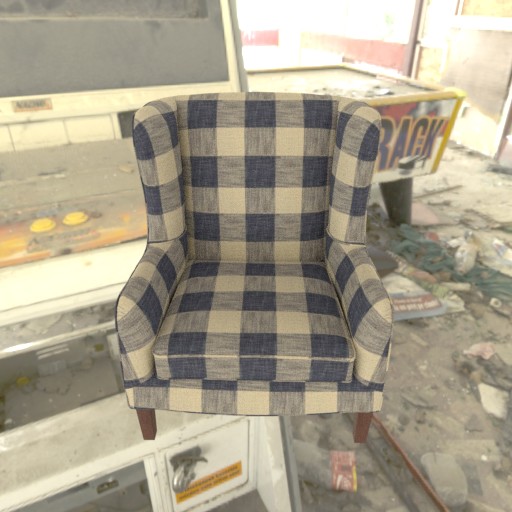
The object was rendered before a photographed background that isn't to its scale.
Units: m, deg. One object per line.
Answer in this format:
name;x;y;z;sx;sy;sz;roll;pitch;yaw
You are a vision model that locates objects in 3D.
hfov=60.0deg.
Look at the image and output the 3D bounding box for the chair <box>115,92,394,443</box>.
chair;0.000;0.000;1.646;0.830;1.041;0.889;0;30;1
